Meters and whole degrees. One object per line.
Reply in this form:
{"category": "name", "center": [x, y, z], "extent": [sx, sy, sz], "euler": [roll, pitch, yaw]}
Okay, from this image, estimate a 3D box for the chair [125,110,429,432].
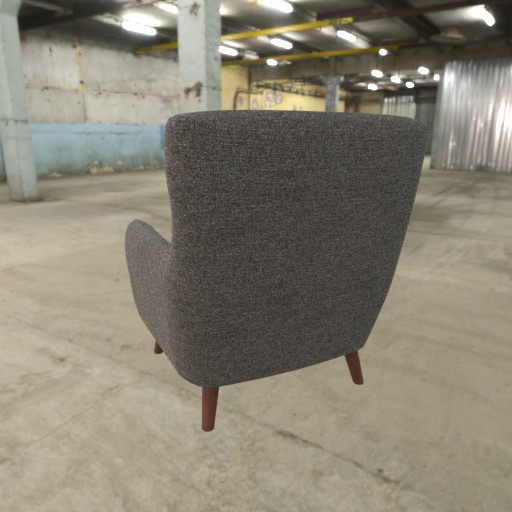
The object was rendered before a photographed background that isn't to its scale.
{"category": "chair", "center": [0.000, 0.000, 1.751], "extent": [0.889, 1.039, 0.940], "euler": [-7, 16, -26]}
